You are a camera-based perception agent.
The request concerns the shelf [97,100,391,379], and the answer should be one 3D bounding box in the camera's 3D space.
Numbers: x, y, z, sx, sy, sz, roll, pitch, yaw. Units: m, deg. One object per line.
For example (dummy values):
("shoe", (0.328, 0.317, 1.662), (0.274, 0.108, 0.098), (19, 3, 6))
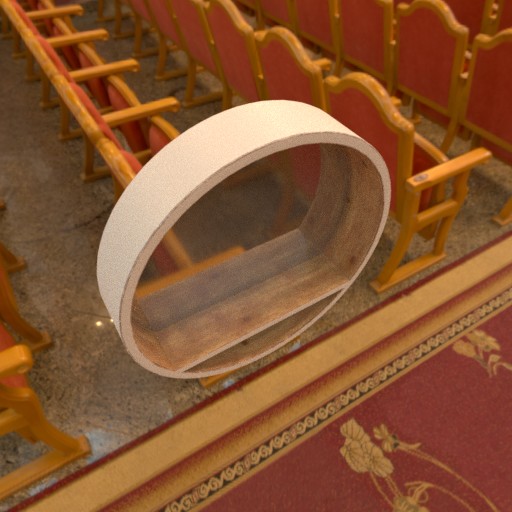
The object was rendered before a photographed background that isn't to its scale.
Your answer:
("shelf", (0.000, 0.000, 1.206), (0.806, 0.807, 0.158), (-24, 52, -21))
